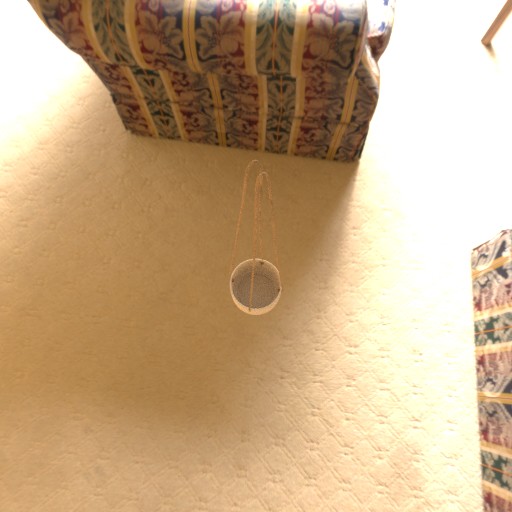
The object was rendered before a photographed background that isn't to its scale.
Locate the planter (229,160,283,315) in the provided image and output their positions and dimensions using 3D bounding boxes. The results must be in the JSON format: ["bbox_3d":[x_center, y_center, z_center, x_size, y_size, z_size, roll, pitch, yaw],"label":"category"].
[{"bbox_3d":[0.000,0.000,0.949,0.146,0.841,0.146,-31,77,-8],"label":"planter"}]
